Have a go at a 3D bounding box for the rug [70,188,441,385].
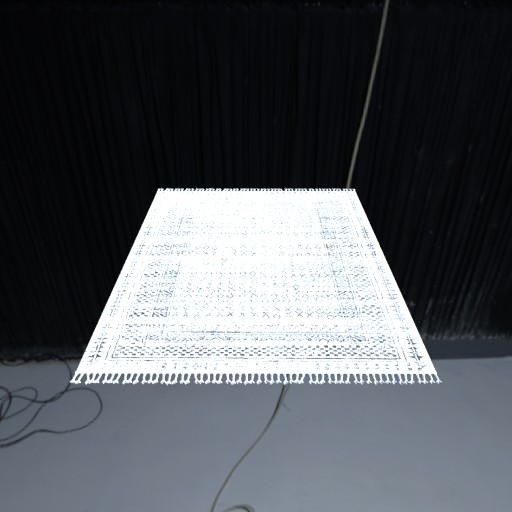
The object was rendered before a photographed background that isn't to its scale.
[{"bbox_3d":[0.000,0.000,3.961,2.312,0.013,2.940,0,33,0],"label":"rug"}]
